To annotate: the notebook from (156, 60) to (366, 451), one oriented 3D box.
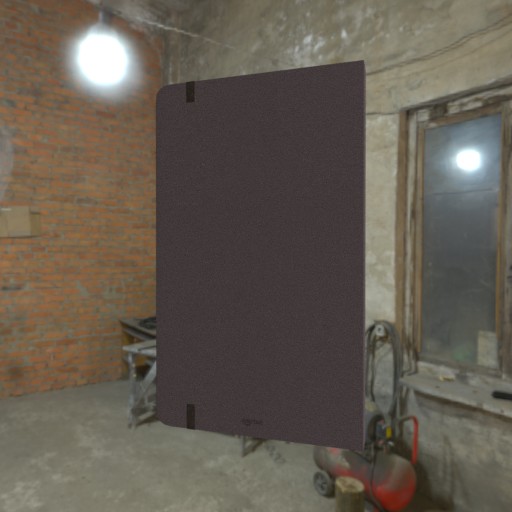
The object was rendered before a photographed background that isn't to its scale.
[{"bbox_3d":[0.000,0.000,0.266,0.127,0.213,0.016,0,0,17],"label":"notebook"}]
